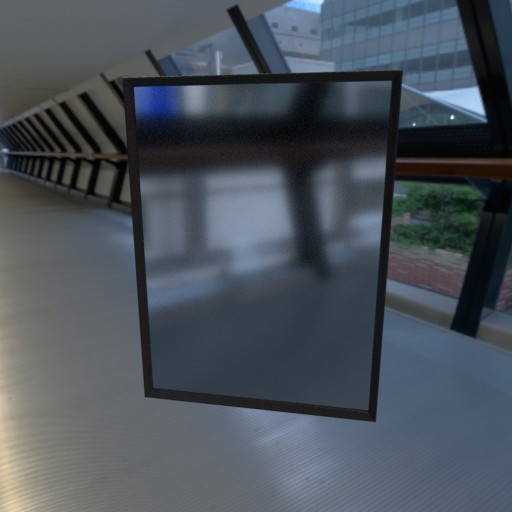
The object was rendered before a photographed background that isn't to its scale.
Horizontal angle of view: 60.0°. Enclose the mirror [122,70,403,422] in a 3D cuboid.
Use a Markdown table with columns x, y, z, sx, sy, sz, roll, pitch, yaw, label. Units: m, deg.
| x | y | z | sx | sy | sz | roll | pitch | yaw | label |
| --- | --- | --- | --- | --- | --- | --- | --- | --- | --- |
| 0.000 | 0.000 | 1.331 | 0.762 | 1.016 | 0.041 | 3 | 15 | 10 | mirror |
